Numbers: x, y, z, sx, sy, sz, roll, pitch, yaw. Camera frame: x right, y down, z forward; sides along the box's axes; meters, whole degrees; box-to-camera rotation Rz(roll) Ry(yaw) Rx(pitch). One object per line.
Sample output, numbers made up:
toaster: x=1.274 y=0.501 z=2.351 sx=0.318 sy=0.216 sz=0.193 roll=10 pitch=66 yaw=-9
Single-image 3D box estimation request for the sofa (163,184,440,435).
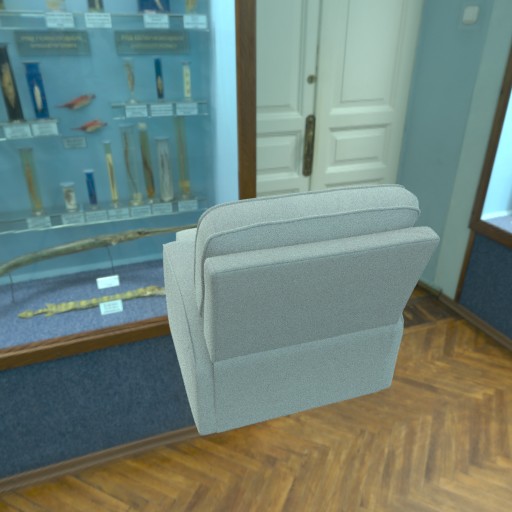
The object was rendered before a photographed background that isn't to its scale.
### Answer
sofa: x=0.000 y=0.000 z=2.076 sx=0.861 sy=0.959 sz=1.472 roll=-8 pitch=28 yaw=-16
